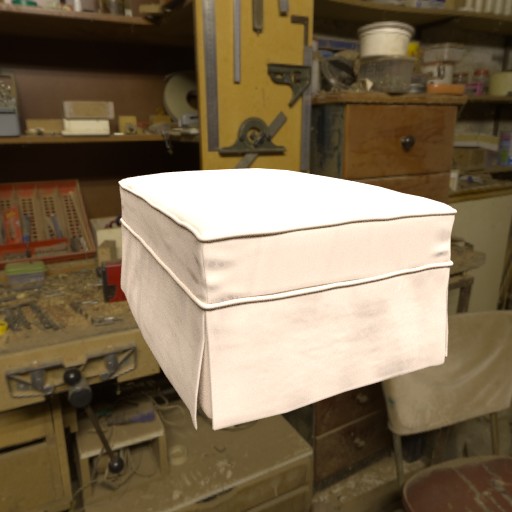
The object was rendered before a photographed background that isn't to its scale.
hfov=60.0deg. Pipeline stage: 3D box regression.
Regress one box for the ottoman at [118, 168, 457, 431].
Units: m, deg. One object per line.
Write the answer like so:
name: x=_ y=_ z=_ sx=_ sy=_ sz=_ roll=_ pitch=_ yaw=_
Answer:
ottoman: x=0.000 y=0.000 z=1.345 sx=0.703 sy=0.479 sz=0.944 roll=-8 pitch=18 yaw=-25
